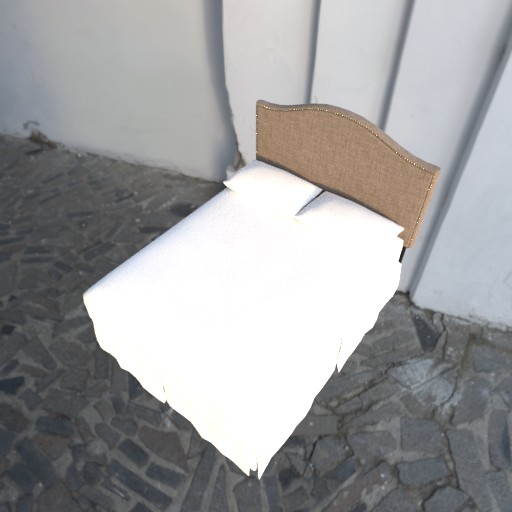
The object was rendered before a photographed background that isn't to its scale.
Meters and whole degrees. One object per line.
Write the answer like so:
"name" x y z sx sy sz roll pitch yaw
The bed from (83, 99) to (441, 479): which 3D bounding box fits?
"bed" 0.000 0.000 3.320 1.713 1.518 2.153 30 53 26
